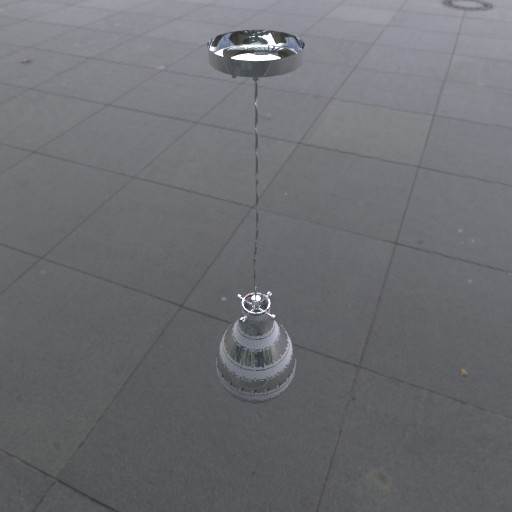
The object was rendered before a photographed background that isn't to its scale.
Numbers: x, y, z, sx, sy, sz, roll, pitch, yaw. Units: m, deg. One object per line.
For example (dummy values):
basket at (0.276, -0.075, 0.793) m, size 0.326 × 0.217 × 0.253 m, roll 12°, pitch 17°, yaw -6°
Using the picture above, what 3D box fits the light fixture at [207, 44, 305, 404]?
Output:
light fixture at (0.000, 0.000, 1.619) m, size 0.374 × 1.457 × 0.374 m, roll 28°, pitch 49°, yaw 27°
